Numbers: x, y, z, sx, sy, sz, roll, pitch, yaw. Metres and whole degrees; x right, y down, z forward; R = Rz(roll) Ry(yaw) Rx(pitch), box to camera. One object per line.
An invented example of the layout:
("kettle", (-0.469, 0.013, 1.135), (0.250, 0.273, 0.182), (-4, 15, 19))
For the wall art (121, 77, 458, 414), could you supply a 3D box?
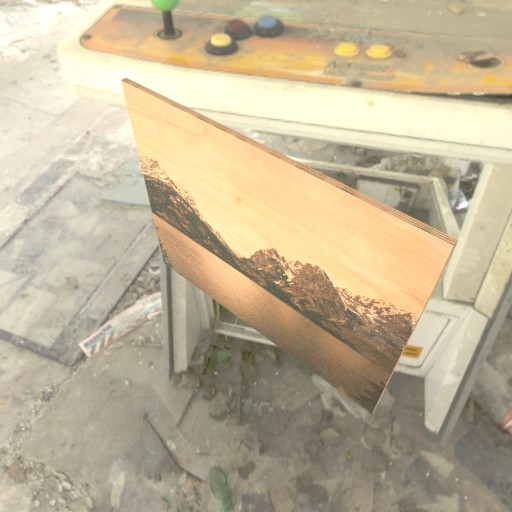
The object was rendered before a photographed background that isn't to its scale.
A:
("wall art", (0.000, 0.000, 0.689), (0.508, 0.408, 0.010), (32, 56, 26))
